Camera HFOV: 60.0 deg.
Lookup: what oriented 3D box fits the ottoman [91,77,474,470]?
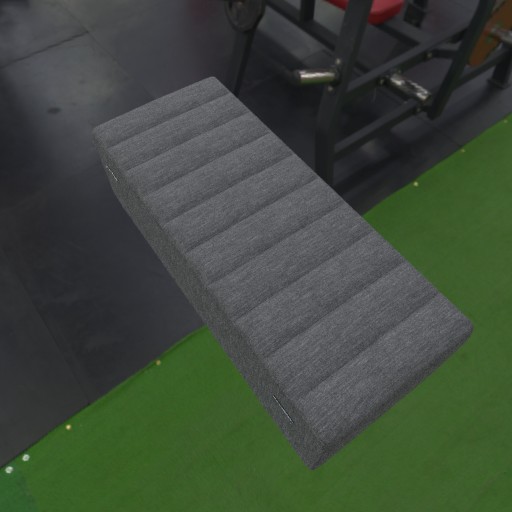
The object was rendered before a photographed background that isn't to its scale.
[{"bbox_3d":[0.000,0.000,1.383,0.482,0.469,1.151,-31,63,-18],"label":"ottoman"}]
